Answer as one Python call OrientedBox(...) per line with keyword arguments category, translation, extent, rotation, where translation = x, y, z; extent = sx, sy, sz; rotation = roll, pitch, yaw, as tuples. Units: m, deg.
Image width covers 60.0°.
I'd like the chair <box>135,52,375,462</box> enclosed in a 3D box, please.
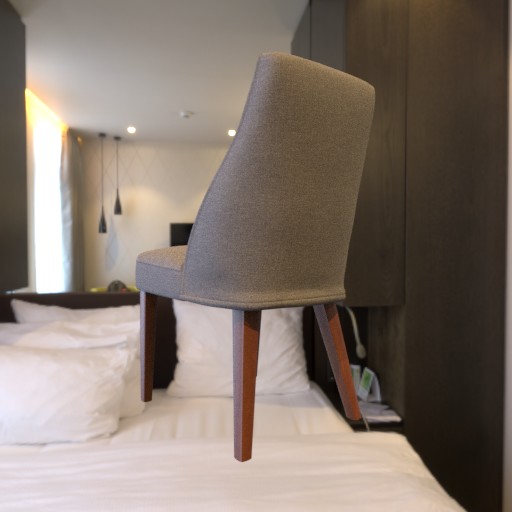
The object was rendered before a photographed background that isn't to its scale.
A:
OrientedBox(category="chair", translation=(0.000, 0.000, 1.299), extent=(0.500, 0.930, 0.620), rotation=(-1, 2, -38))
